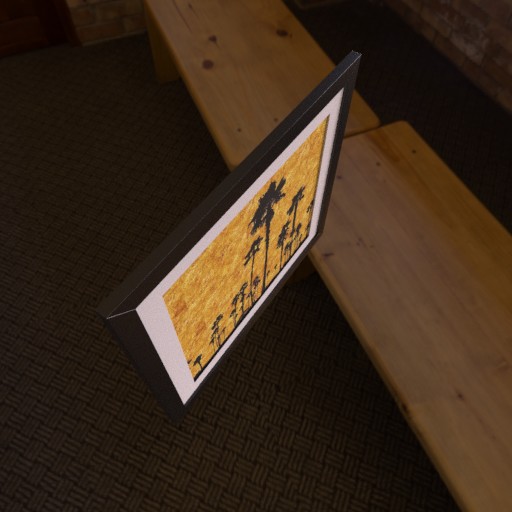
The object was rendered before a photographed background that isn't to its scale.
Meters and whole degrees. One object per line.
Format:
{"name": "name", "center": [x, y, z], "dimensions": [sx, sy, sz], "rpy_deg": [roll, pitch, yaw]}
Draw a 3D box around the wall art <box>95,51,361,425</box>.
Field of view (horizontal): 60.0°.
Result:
{"name": "wall art", "center": [0.000, 0.000, 0.536], "dimensions": [0.012, 0.332, 0.383], "rpy_deg": [30, 62, 18]}
